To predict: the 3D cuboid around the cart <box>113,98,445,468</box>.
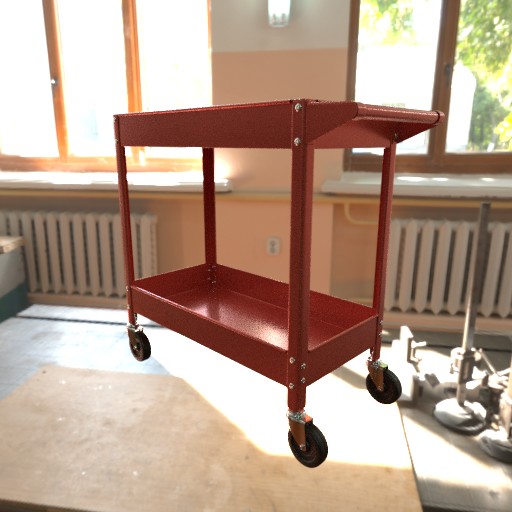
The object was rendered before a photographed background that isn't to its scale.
[{"bbox_3d":[0.000,0.000,1.154,0.779,0.719,0.366,14,20,43],"label":"cart"}]
